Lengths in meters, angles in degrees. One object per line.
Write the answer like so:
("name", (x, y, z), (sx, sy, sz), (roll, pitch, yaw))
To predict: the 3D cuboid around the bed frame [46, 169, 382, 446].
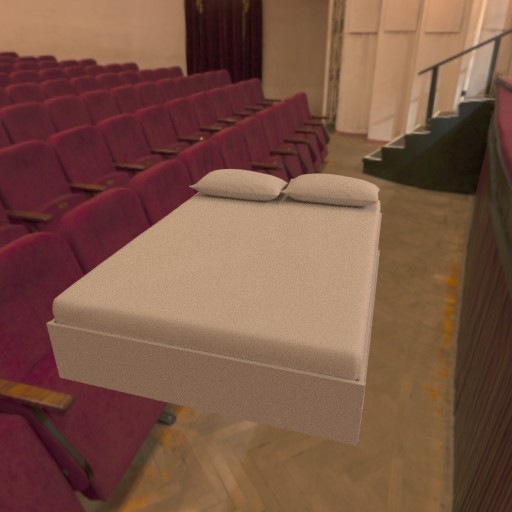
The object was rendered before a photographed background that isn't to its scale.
("bed frame", (0.000, 0.000, 2.709), (1.450, 0.629, 1.950), (7, 27, 15))
